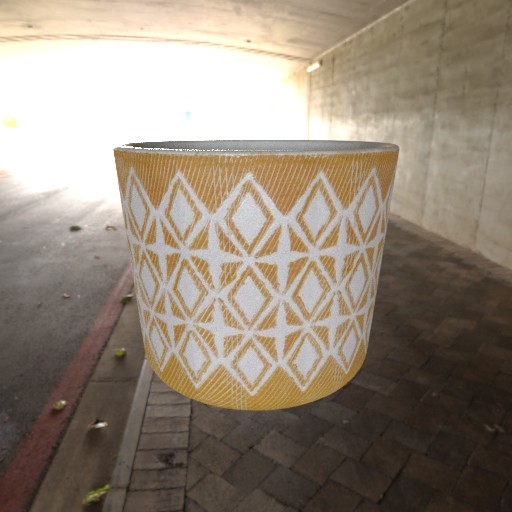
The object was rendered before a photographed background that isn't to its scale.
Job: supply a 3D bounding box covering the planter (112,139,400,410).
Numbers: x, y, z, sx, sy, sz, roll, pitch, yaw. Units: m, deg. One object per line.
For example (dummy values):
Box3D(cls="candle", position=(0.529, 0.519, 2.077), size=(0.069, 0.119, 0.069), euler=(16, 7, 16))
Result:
Box3D(cls="planter", position=(0.000, 0.000, 0.335), size=(0.193, 0.165, 0.193), euler=(0, 16, 0))
